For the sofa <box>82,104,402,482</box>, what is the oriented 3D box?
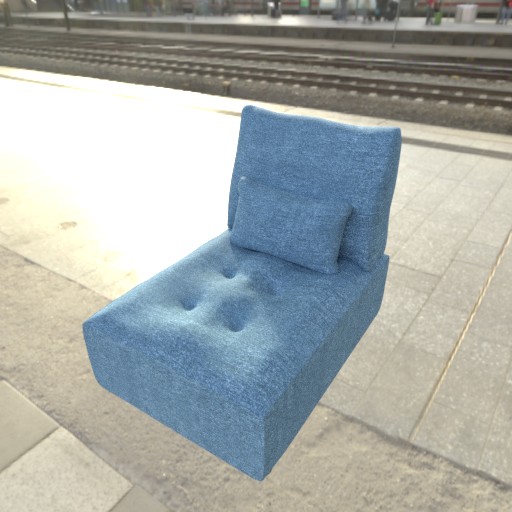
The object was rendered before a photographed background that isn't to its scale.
[{"bbox_3d":[0.000,0.000,1.566,0.700,0.820,1.000,18,35,28],"label":"sofa"}]
